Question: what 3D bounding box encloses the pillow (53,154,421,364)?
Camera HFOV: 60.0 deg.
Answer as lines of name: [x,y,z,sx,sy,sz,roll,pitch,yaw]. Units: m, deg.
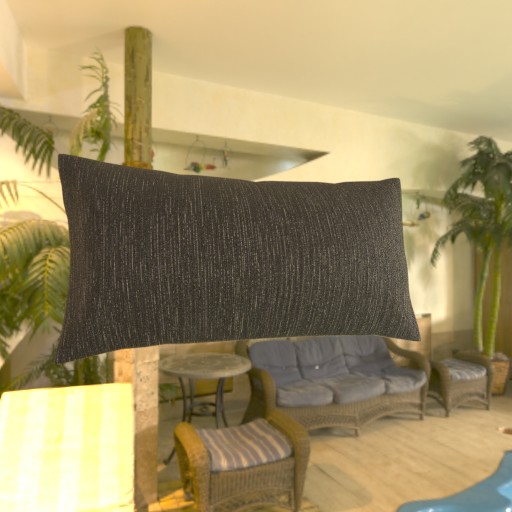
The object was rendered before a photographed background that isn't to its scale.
pillow: [0.000,0.000,0.731,0.608,0.305,0.156,0,-1,-18]
